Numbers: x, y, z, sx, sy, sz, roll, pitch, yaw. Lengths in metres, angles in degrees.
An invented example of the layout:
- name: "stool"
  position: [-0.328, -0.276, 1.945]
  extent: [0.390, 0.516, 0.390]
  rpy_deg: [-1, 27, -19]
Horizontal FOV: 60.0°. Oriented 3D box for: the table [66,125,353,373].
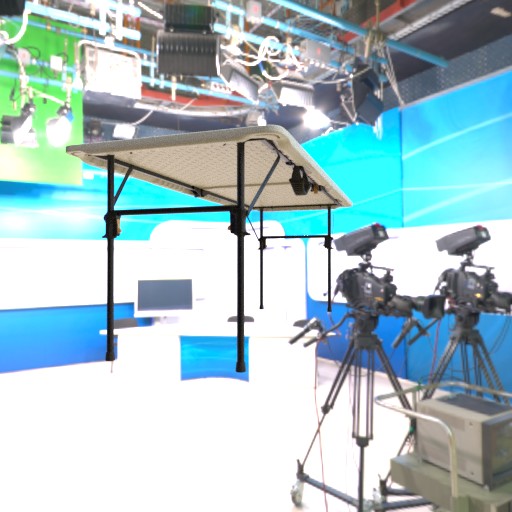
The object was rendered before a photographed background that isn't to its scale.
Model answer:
- name: "table"
  position: [0.000, 0.000, 2.207]
  extent: [0.761, 0.719, 1.829]
  rpy_deg: [0, -1, 19]
